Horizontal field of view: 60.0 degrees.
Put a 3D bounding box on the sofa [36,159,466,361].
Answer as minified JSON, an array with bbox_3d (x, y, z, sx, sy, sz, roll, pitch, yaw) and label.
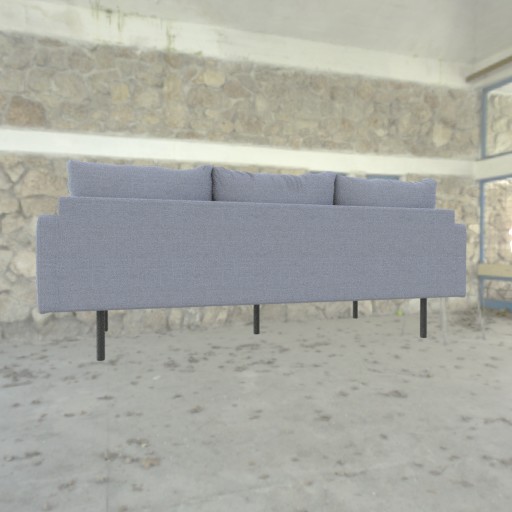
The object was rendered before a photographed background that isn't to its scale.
[{"bbox_3d":[0.000,0.000,2.363,2.000,0.830,0.850,0,1,-18],"label":"sofa"}]
